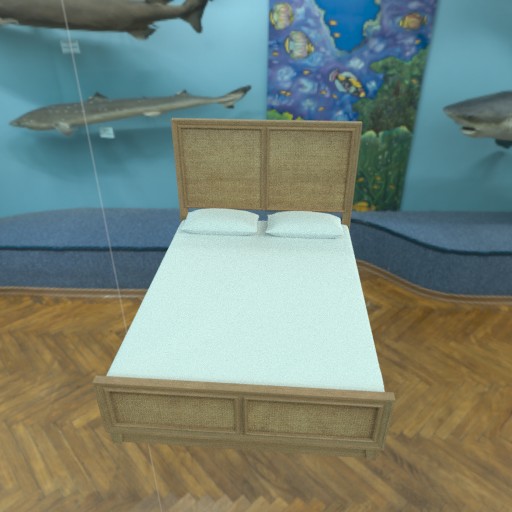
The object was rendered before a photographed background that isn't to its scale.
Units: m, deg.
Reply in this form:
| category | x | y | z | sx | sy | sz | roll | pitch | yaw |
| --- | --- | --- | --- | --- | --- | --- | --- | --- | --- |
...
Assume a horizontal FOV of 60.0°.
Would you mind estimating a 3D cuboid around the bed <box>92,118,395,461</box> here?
| category | x | y | z | sx | sy | sz | roll | pitch | yaw |
| --- | --- | --- | --- | --- | --- | --- | --- | --- | --- |
| bed | 0.000 | 0.000 | 3.178 | 1.606 | 1.387 | 2.184 | 2 | 31 | 4 |
